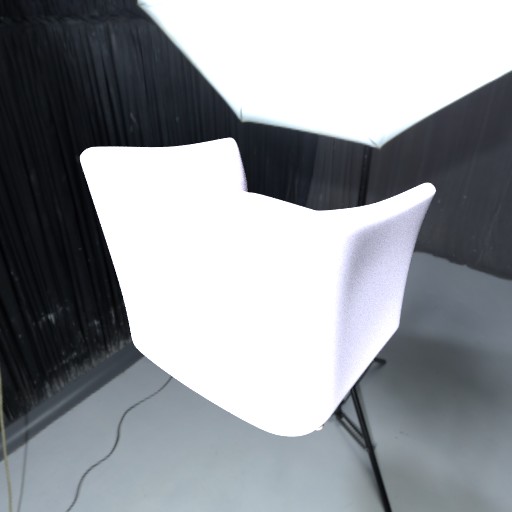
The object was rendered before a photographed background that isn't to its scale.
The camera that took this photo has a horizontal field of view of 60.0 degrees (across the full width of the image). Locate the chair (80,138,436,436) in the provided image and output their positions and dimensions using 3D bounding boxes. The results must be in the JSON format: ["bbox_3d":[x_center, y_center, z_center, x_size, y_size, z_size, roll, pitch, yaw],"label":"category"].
[{"bbox_3d":[0.000,0.000,1.351,0.790,0.720,0.700,21,37,31],"label":"chair"}]
